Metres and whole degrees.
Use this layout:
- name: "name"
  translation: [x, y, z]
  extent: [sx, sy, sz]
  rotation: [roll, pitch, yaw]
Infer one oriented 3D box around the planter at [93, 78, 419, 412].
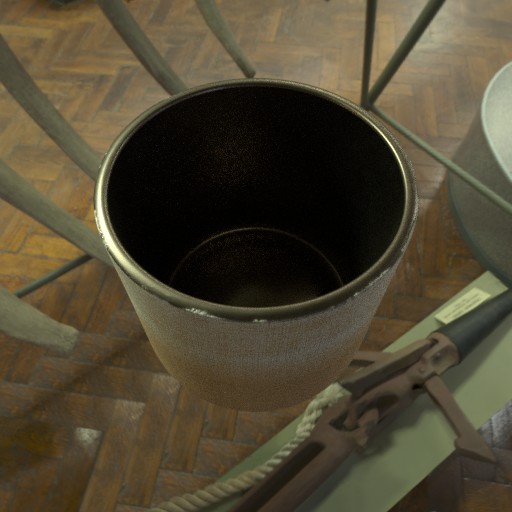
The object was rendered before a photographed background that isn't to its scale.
- name: "planter"
  translation: [0.000, 0.000, 0.382]
  extent: [0.221, 0.201, 0.221]
  rotation: [0, 57, 0]
